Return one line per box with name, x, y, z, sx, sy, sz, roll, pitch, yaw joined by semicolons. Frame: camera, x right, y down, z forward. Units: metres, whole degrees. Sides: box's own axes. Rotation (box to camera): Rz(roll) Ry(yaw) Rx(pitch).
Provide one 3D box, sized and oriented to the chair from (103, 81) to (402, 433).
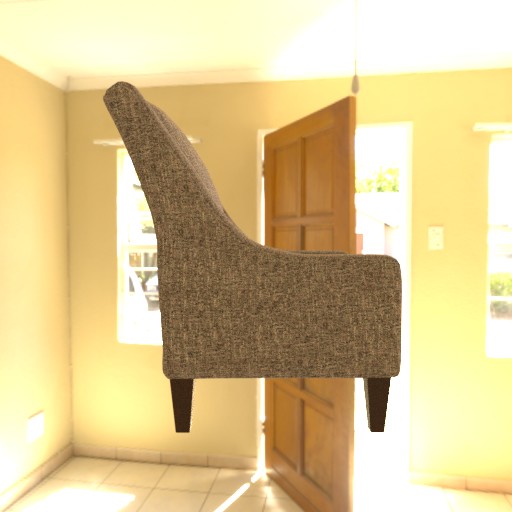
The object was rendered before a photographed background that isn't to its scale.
chair;0.000;0.000;1.631;0.870;1.014;0.774;0;2;0
